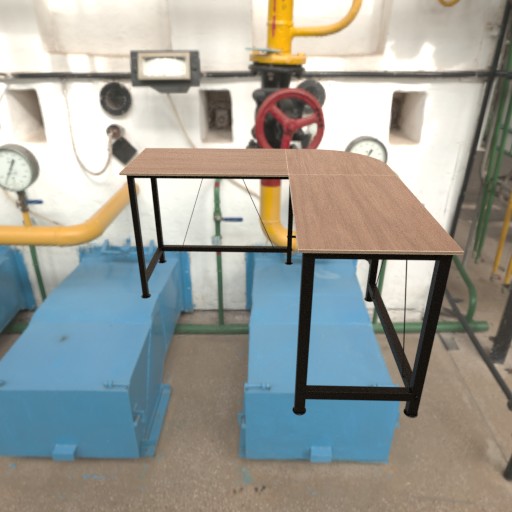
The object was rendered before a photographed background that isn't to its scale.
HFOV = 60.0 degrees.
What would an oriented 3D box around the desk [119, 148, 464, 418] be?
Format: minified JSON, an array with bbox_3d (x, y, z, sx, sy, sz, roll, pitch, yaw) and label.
[{"bbox_3d":[0.000,0.000,2.261,1.400,0.762,1.400,1,27,2],"label":"desk"}]
